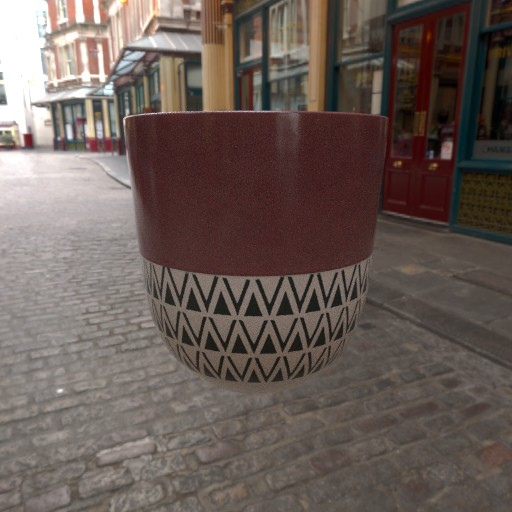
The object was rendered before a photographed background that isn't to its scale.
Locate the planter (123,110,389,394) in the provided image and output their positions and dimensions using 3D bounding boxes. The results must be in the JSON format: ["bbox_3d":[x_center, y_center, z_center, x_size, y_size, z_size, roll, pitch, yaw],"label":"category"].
[{"bbox_3d":[0.000,0.000,0.364,0.195,0.214,0.195,0,14,0],"label":"planter"}]
